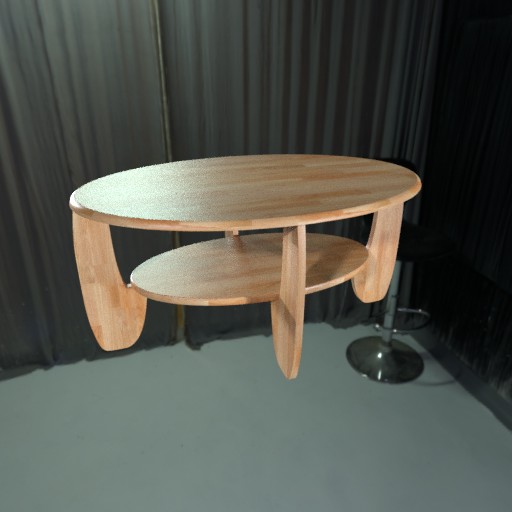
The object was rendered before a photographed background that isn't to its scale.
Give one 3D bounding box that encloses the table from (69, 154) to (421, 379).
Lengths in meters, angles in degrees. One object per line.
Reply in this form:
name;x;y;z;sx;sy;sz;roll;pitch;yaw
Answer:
table;0.000;0.000;1.394;1.040;0.490;0.690;-8;26;-17
